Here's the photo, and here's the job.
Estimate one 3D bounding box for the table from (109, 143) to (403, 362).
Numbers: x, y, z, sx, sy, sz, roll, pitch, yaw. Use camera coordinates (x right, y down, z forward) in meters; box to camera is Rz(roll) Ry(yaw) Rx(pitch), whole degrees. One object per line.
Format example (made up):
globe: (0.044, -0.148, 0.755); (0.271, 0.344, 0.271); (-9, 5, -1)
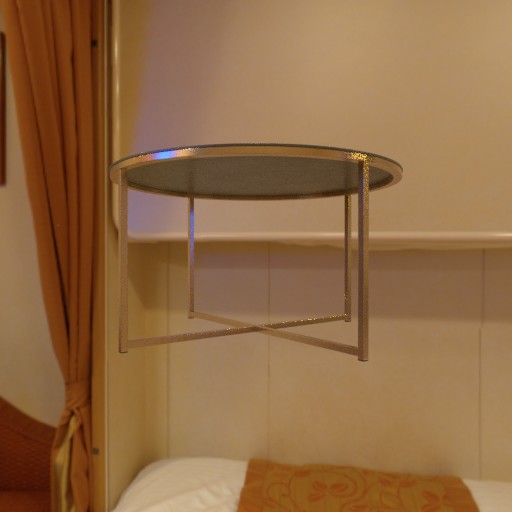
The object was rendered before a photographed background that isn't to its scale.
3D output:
table: (0.000, 0.000, 1.273); (0.800, 0.450, 0.800); (0, 0, 0)
